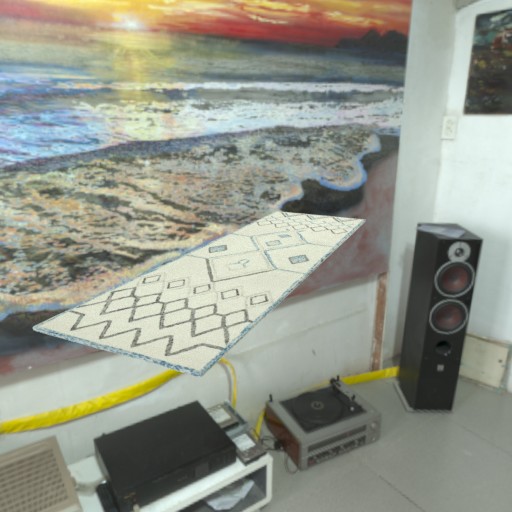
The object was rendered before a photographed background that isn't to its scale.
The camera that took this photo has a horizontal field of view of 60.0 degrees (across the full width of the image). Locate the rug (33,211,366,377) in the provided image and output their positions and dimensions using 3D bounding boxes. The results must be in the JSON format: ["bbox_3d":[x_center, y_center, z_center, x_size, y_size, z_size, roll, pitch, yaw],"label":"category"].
[{"bbox_3d":[0.000,0.000,2.605,0.770,0.013,2.434,8,19,24],"label":"rug"}]
